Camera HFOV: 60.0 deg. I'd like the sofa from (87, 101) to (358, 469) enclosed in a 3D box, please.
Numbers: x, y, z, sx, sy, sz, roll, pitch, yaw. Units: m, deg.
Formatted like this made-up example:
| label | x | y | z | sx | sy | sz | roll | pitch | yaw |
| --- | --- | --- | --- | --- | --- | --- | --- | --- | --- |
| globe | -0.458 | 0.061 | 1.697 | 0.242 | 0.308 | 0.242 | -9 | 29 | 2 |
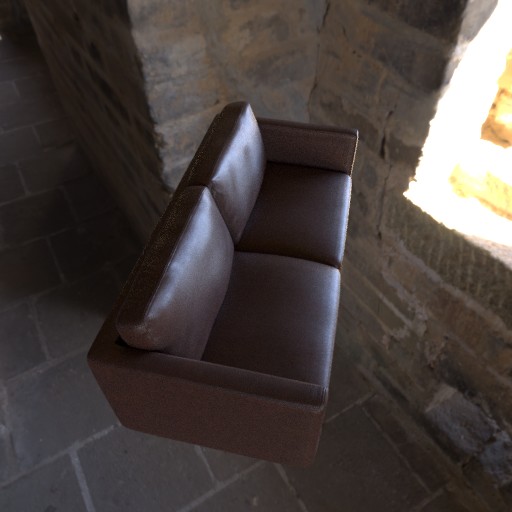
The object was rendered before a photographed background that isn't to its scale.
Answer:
| label | x | y | z | sx | sy | sz | roll | pitch | yaw |
| --- | --- | --- | --- | --- | --- | --- | --- | --- | --- |
| sofa | 0.000 | 0.000 | 2.429 | 0.951 | 0.933 | 1.883 | 9 | 48 | 8 |
